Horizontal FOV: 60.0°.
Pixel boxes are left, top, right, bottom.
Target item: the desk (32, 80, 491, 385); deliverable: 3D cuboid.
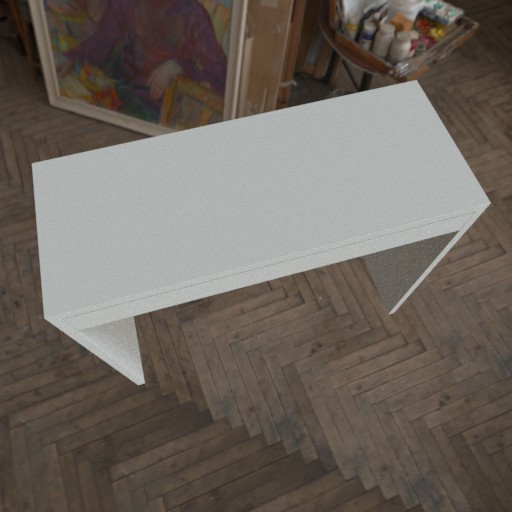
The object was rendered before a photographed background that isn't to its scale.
[{"bbox_3d":[0.000,0.000,1.390,1.000,0.790,0.400,-14,65,-7],"label":"desk"}]
